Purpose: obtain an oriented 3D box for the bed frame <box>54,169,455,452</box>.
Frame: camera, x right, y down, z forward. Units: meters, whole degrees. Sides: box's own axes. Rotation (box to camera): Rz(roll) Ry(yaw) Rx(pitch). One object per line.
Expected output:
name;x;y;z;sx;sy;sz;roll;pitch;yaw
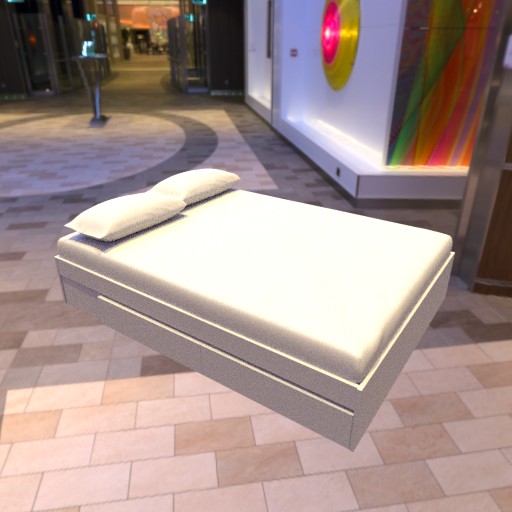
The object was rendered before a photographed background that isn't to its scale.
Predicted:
bed frame;0.000;0.000;2.670;1.950;0.629;1.450;17;31;31
